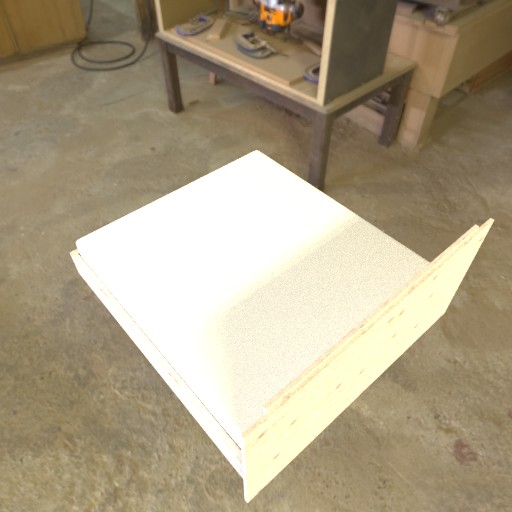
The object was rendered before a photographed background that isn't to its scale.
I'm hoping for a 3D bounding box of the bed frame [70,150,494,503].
[{"bbox_3d":[0.000,0.000,3.077,1.950,0.970,2.080,-33,55,-27],"label":"bed frame"}]
